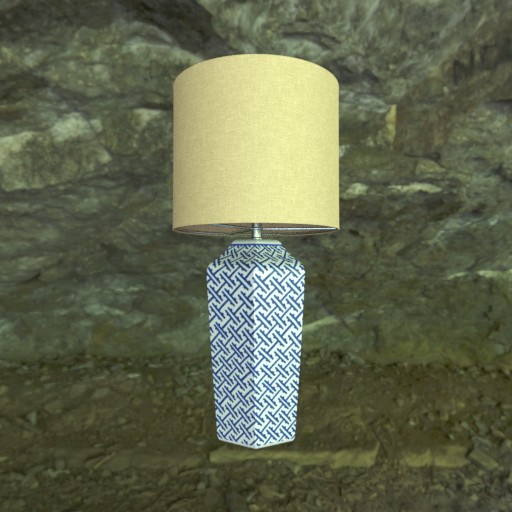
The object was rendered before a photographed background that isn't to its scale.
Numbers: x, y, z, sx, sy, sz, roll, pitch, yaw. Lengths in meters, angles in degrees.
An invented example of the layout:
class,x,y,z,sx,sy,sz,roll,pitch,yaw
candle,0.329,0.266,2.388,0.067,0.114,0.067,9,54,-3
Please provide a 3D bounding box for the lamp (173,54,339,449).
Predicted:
class,x,y,z,sx,sy,sz,roll,pitch,yaw
lamp,0.000,0.000,0.863,0.320,0.682,0.320,-1,-2,36
